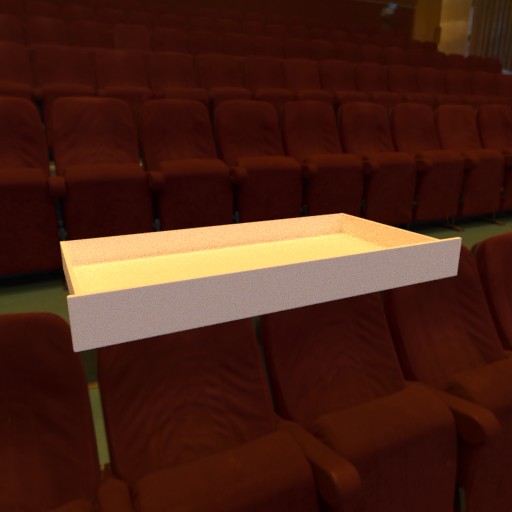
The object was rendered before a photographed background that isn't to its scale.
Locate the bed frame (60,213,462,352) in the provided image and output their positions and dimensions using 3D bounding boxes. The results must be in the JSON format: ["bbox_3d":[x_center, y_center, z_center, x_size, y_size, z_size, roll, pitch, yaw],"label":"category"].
[{"bbox_3d":[0.000,0.000,1.603,1.300,0.141,0.670,-8,18,-25],"label":"bed frame"}]
